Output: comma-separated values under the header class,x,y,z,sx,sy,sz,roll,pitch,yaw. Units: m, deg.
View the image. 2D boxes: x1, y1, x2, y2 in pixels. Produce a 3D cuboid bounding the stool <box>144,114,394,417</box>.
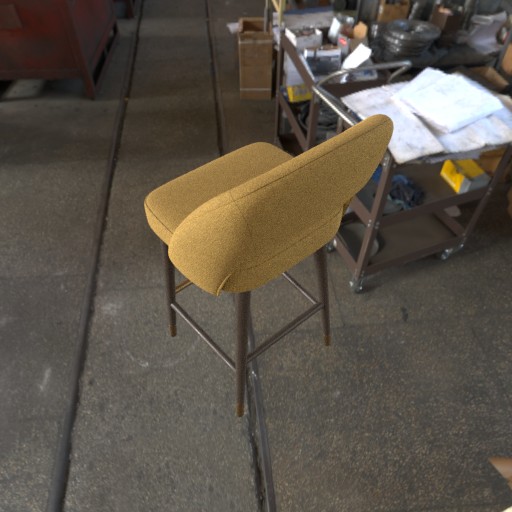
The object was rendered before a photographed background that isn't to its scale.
class,x,y,z,sx,sy,sz,roll,pitch,yaw
stool,0.000,0.000,1.342,0.536,1.032,0.522,-32,55,-26
